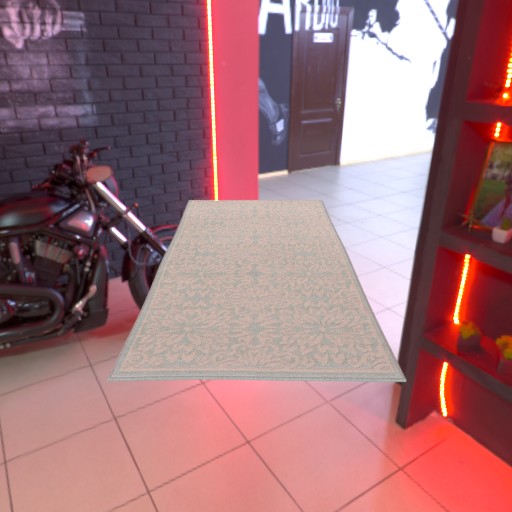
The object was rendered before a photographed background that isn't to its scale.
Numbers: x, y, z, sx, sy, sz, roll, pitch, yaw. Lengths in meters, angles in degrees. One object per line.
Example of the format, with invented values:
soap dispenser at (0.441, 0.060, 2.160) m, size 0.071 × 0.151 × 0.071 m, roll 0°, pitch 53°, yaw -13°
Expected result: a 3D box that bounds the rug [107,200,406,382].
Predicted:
rug at (0.000, 0.000, 1.445) m, size 0.604 × 0.007 × 1.219 m, roll 0°, pitch 24°, yaw 0°
